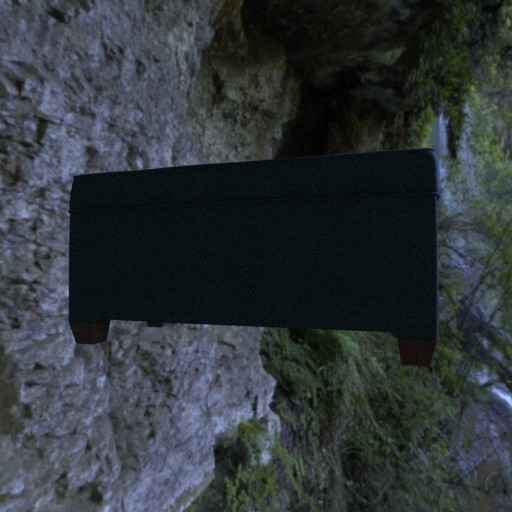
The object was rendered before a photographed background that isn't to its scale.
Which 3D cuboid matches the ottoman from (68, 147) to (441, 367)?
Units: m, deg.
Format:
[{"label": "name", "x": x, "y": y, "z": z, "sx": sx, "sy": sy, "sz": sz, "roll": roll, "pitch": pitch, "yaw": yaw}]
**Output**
[{"label": "ottoman", "x": 0.000, "y": 0.000, "z": 1.248, "sx": 0.943, "sy": 0.474, "sz": 0.474, "roll": 0, "pitch": -2, "yaw": 18}]
